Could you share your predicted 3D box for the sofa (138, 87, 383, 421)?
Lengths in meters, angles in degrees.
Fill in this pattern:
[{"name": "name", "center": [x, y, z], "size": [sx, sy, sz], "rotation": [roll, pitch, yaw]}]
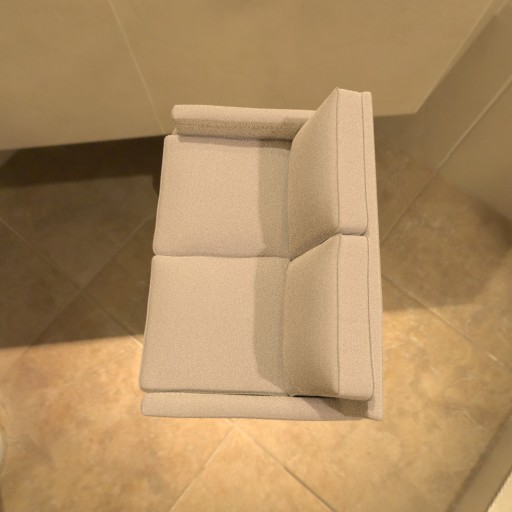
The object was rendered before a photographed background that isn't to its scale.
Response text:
[{"name": "sofa", "center": [0.000, 0.000, 2.280], "size": [1.084, 1.003, 1.597], "rotation": [2, 74, 1]}]
